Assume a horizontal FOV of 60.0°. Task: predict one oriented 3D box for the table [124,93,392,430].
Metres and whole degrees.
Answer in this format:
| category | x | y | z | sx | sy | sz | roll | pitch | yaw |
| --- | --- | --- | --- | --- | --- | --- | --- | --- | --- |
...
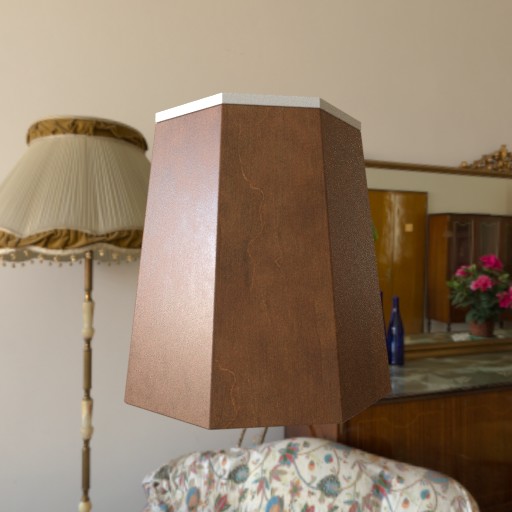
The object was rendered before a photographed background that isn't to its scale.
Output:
| category | x | y | z | sx | sy | sz | roll | pitch | yaw |
| --- | --- | --- | --- | --- | --- | --- | --- | --- | --- |
| table | 0.000 | 0.000 | 0.802 | 0.439 | 0.457 | 0.439 | -1 | -1 | 36 |
